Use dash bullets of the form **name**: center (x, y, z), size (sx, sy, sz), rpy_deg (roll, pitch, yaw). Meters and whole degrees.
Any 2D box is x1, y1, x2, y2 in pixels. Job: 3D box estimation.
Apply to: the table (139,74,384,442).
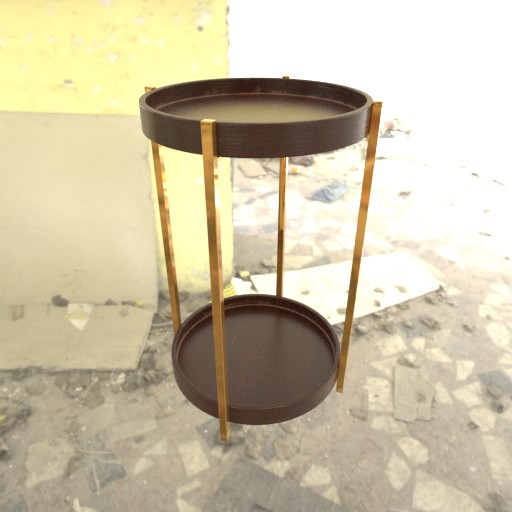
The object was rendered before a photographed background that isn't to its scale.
- **table**: center (0.000, 0.000, 0.868), size (0.400, 0.610, 0.400), rpy_deg (9, 32, 16)
